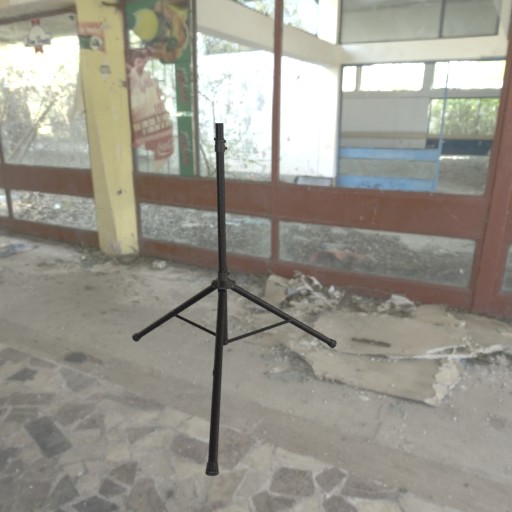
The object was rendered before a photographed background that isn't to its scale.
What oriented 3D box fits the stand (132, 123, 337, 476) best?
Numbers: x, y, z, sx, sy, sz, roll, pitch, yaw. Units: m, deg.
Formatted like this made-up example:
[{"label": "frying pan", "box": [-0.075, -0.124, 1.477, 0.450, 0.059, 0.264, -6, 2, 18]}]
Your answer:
[{"label": "stand", "box": [0.000, 0.000, 2.777, 1.339, 1.595, 1.596, -8, 18, -25]}]
